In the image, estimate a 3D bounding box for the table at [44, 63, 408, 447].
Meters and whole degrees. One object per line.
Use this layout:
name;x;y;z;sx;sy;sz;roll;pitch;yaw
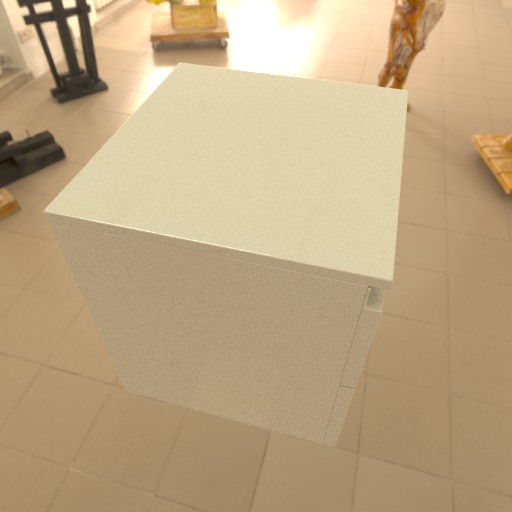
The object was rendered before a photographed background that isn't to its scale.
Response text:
table;0.000;0.000;0.790;0.400;0.470;0.420;11;48;10
